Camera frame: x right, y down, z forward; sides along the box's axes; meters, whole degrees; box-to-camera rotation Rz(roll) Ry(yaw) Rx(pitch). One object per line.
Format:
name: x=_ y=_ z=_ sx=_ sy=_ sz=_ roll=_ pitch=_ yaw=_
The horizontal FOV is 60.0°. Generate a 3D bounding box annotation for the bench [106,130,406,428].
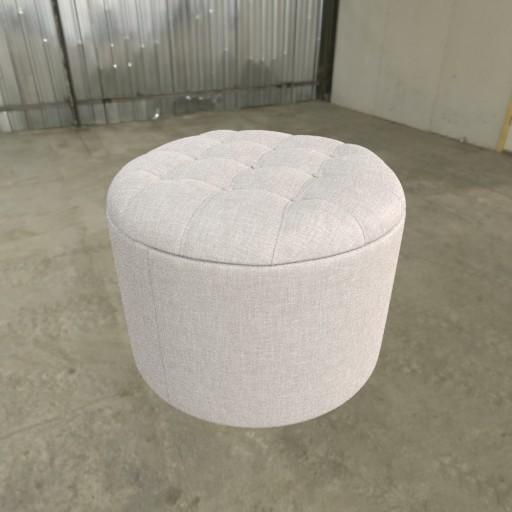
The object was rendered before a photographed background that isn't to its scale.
bench: x=0.000 y=0.000 z=0.996 sx=0.600 sy=0.453 sz=0.600 roll=0 pitch=31 yaw=0
